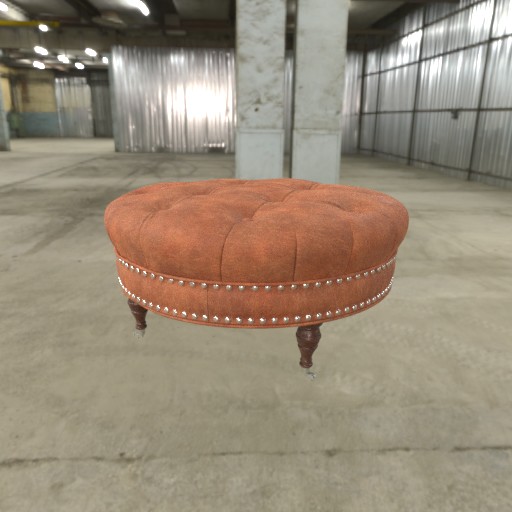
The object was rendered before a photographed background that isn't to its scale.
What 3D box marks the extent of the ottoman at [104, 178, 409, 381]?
[{"bbox_3d":[0.000,0.000,1.416,0.901,0.444,0.901,0,16,0],"label":"ottoman"}]
